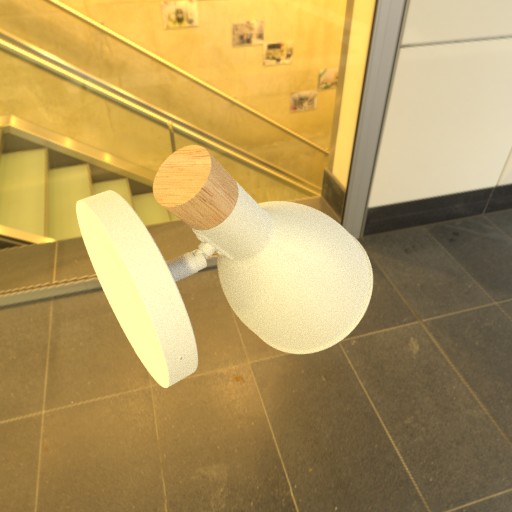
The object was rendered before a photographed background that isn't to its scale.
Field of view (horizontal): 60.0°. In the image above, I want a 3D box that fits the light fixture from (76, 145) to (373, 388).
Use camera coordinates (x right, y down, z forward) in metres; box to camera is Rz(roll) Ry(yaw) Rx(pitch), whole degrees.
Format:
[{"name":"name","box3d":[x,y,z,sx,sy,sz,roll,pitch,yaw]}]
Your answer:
[{"name":"light fixture","box3d":[0.000,0.000,0.333,0.209,0.199,0.127,-25,47,-26]}]
